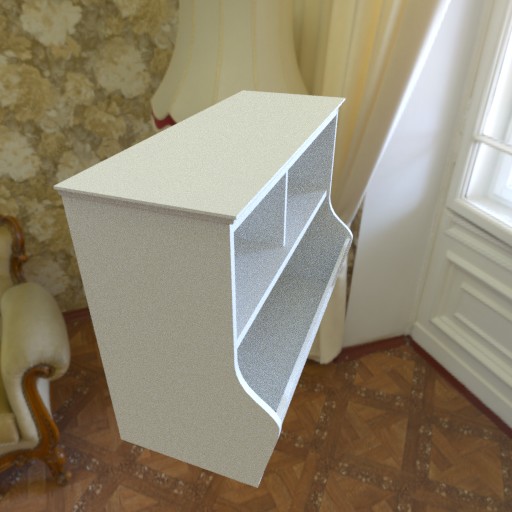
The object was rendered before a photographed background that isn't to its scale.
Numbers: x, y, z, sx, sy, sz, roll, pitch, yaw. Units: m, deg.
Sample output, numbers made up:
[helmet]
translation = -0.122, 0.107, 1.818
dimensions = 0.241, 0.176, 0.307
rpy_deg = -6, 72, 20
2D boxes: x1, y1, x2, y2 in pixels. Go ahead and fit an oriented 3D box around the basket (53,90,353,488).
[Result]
[basket]
translation = 0.000, 0.000, 1.110
dimensions = 0.376, 0.625, 0.792
rpy_deg = 11, 33, 17
